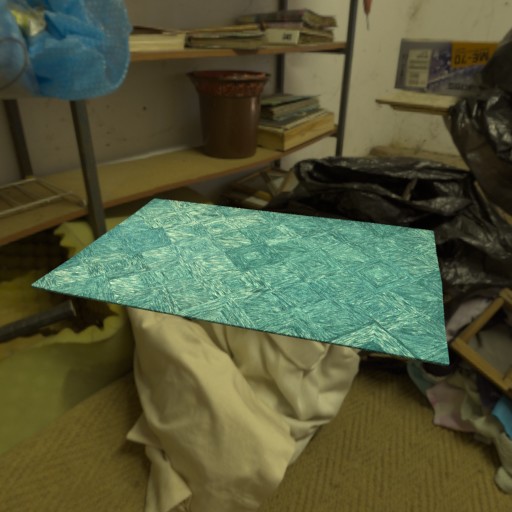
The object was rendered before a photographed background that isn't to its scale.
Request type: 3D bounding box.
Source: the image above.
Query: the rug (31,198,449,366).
[{"bbox_3d":[0.000,0.000,2.196,1.728,0.017,1.136,8,29,15],"label":"rug"}]
